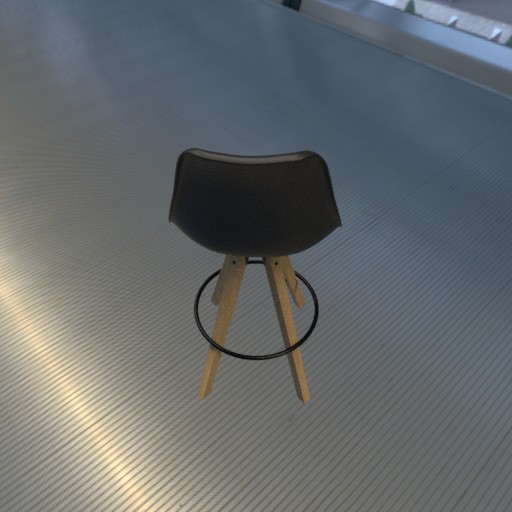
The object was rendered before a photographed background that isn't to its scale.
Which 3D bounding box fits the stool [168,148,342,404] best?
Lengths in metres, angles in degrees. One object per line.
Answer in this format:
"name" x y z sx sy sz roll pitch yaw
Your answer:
"stool" 0.000 0.000 1.420 0.485 1.115 0.550 2 47 2
